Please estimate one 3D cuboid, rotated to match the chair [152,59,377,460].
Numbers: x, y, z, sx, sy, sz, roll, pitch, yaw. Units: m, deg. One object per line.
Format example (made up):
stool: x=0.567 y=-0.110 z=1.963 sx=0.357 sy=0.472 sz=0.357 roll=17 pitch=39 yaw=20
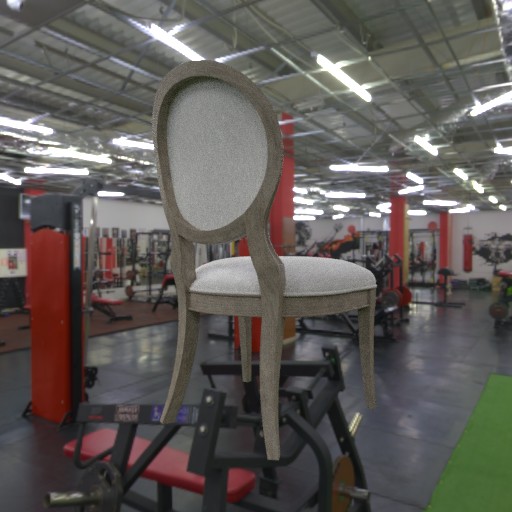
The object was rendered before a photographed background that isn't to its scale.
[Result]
chair: x=0.000 y=0.000 z=1.352 sx=0.558 sy=0.990 sz=0.602 roll=0 pitch=1 yaw=36
